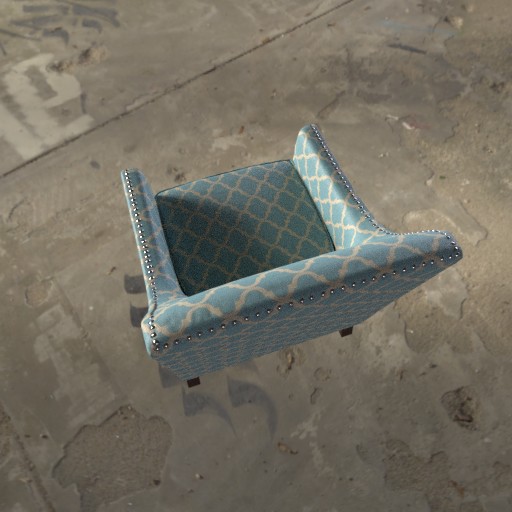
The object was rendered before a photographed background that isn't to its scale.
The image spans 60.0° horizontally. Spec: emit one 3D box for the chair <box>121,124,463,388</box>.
[{"bbox_3d":[0.000,0.000,1.281,0.617,0.817,0.686,-16,60,-9],"label":"chair"}]
